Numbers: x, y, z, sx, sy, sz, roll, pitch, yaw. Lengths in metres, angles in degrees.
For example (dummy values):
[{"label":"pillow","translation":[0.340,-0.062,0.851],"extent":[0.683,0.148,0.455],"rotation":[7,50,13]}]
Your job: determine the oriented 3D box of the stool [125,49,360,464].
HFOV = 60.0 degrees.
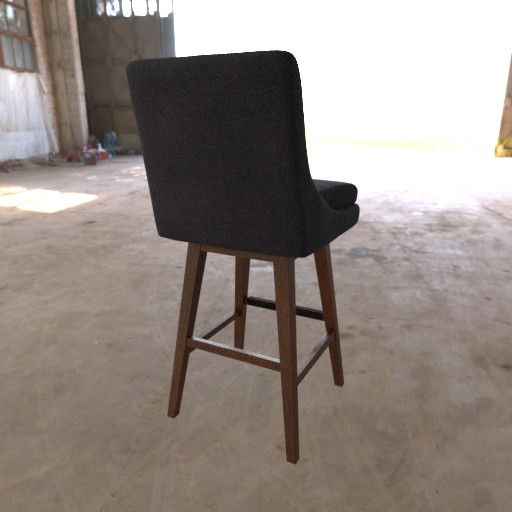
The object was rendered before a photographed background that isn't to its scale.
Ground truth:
[{"label":"stool","translation":[0.000,0.000,1.348],"extent":[0.489,1.068,0.572],"rotation":[9,19,27]}]
